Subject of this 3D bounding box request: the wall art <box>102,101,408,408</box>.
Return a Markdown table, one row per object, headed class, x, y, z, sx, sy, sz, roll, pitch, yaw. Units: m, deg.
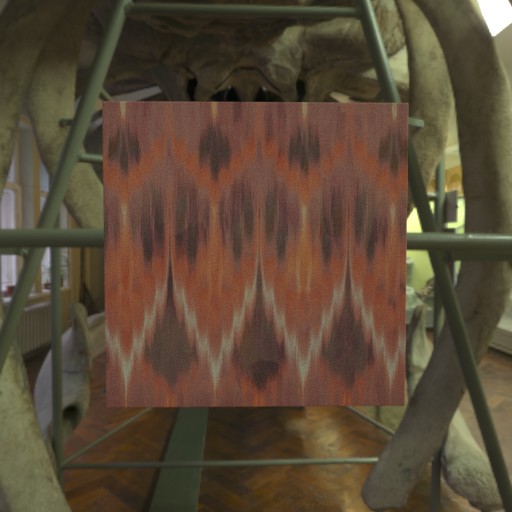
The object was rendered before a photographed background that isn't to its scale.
| class | x | y | z | sx | sy | sz | roll | pitch | yaw |
| --- | --- | --- | --- | --- | --- | --- | --- | --- | --- |
| wall art | 0.000 | 0.000 | 0.608 | 0.403 | 0.406 | 0.038 | 0 | 2 | -1 |
